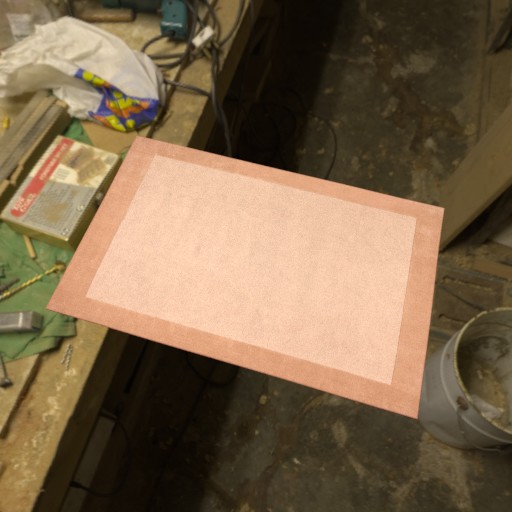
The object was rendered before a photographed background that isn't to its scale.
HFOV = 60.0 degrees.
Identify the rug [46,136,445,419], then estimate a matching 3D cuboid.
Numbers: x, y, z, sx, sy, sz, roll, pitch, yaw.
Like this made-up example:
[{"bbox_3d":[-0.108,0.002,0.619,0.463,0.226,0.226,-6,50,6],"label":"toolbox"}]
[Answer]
[{"bbox_3d":[0.000,0.000,3.084,2.438,0.014,1.524,15,65,7],"label":"rug"}]
